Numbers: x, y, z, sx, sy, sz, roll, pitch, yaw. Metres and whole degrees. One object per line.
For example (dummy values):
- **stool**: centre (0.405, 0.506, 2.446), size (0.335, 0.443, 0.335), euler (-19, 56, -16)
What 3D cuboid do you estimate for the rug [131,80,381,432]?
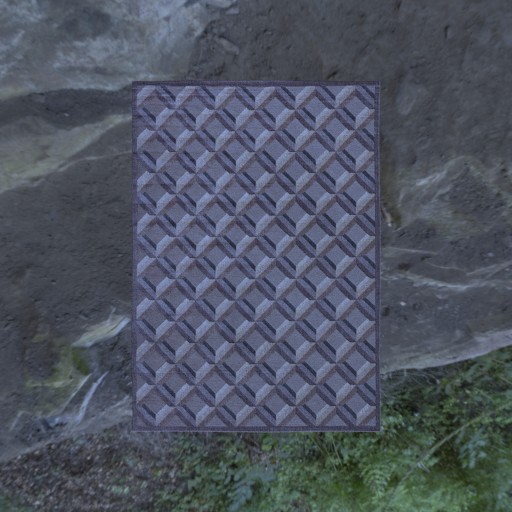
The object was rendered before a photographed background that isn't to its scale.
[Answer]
- **rug**: centre (0.000, 0.000, 2.849), size (1.600, 0.013, 2.260), euler (0, 90, 0)
